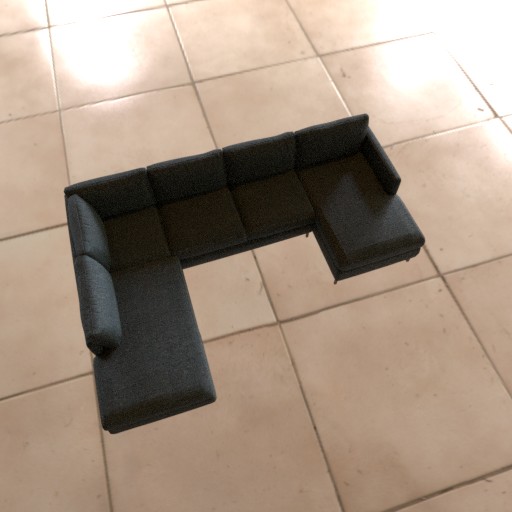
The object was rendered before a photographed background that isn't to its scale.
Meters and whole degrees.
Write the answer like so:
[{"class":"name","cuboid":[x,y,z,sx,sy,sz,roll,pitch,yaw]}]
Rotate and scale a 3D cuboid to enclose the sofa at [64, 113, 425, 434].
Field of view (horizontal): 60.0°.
[{"class":"sofa","cuboid":[0.000,0.000,3.524,2.737,0.753,1.879,-16,62,-9]}]
